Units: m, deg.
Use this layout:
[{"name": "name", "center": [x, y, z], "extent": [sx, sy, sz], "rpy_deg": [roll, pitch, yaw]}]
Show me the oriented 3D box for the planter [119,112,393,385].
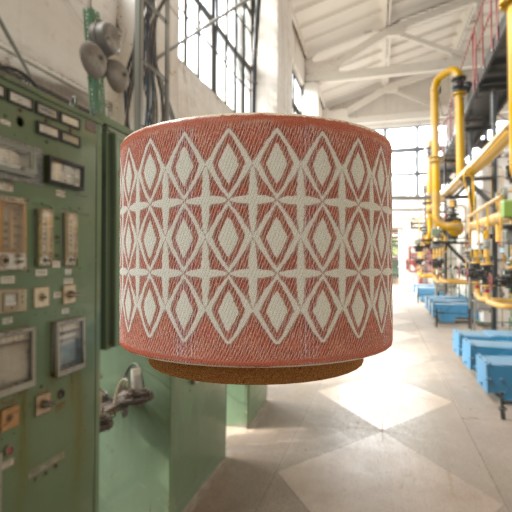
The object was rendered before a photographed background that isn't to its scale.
[{"name": "planter", "center": [0.000, 0.000, 0.326], "extent": [0.192, 0.148, 0.192], "rpy_deg": [0, -1, 0]}]
